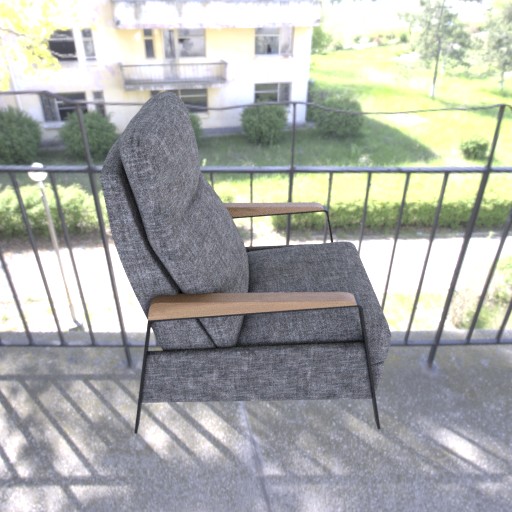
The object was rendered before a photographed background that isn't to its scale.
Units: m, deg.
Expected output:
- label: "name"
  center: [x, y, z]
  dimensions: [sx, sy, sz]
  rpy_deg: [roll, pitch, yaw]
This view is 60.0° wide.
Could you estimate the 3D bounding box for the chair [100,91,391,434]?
- label: "chair"
  center: [0.000, 0.000, 1.576]
  dimensions: [0.868, 1.042, 0.671]
  rpy_deg: [-1, 32, -1]
